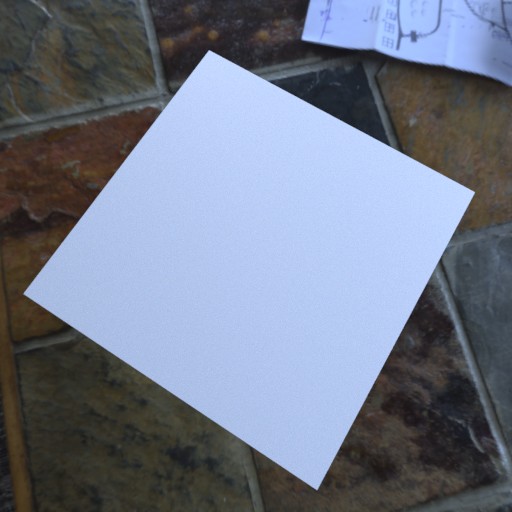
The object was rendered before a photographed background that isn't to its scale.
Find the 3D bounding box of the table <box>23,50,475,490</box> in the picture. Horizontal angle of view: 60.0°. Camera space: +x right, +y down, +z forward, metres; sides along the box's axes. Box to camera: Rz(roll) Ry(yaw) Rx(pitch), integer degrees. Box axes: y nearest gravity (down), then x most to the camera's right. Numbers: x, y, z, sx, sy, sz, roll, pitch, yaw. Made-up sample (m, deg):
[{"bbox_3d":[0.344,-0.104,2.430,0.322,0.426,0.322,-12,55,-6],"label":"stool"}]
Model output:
[{"bbox_3d":[0.000,0.000,1.349,0.890,0.305,0.890,31,77,8],"label":"table"}]
